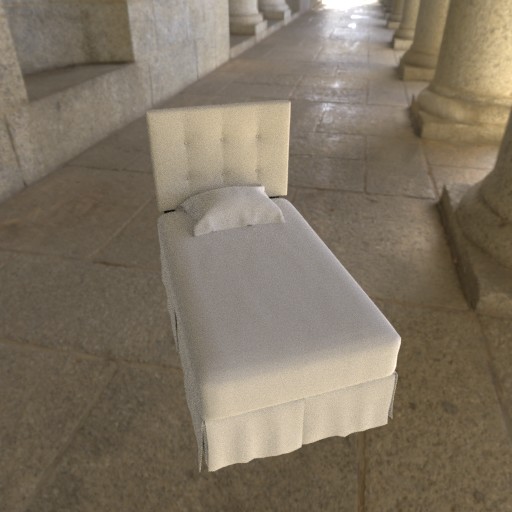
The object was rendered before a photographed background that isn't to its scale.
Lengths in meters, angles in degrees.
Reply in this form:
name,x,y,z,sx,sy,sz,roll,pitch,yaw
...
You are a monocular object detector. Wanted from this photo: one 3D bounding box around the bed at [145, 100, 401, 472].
name,x,y,z,sx,sy,sz,roll,pitch,yaw
bed,0.000,0.000,3.054,1.261,1.571,1.997,-9,34,-14
